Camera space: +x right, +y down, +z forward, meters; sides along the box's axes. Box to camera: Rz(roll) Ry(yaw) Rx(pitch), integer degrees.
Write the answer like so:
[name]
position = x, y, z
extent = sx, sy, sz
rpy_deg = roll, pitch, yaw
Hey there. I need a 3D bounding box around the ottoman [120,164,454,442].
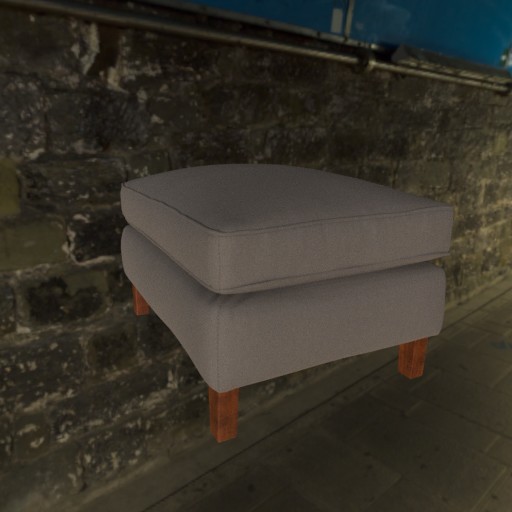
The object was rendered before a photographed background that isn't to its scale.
[ottoman]
position = 0.000, 0.000, 1.007
extent = 0.508, 0.406, 0.686
rpy_deg = -8, 17, -26
